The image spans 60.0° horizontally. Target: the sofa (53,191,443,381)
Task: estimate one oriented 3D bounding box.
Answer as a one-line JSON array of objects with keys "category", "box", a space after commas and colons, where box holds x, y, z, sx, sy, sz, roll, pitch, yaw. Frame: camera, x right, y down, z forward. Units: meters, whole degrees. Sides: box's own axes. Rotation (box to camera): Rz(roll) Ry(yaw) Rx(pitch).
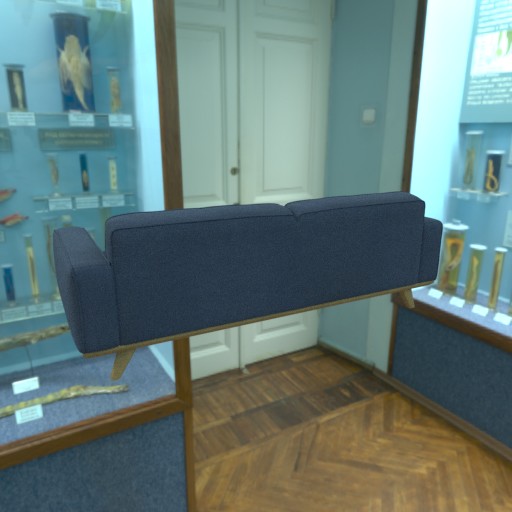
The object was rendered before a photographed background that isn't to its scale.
[{"category": "sofa", "box": [0.000, 0.000, 2.780, 2.270, 0.782, 0.953, -8, 17, -27]}]
